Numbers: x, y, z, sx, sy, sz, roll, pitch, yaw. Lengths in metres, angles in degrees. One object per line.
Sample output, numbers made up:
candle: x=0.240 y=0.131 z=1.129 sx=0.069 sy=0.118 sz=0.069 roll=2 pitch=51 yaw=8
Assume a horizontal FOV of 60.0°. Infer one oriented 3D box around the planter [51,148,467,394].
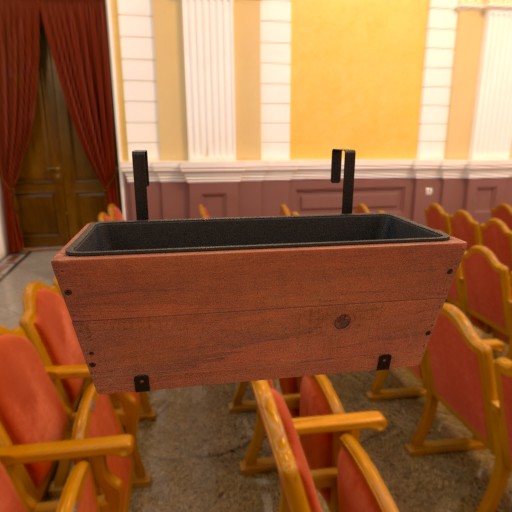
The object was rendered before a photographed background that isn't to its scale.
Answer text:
planter: x=0.000 y=0.000 z=0.636 sx=0.480 sy=0.289 sz=0.262 roll=-3 pitch=16 yaw=-9
